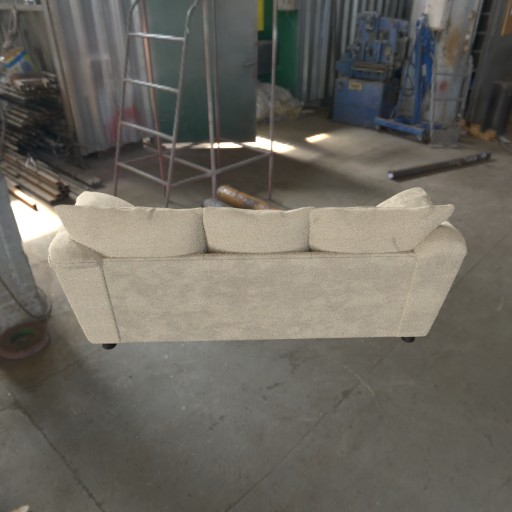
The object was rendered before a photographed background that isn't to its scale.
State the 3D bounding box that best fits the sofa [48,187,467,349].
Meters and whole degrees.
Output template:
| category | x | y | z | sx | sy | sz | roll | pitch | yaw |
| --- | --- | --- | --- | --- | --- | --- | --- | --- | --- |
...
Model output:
| category | x | y | z | sx | sy | sz | roll | pitch | yaw |
| --- | --- | --- | --- | --- | --- | --- | --- | --- | --- |
| sofa | 0.000 | 0.000 | 2.852 | 2.377 | 0.981 | 0.893 | -1 | 31 | -2 |
